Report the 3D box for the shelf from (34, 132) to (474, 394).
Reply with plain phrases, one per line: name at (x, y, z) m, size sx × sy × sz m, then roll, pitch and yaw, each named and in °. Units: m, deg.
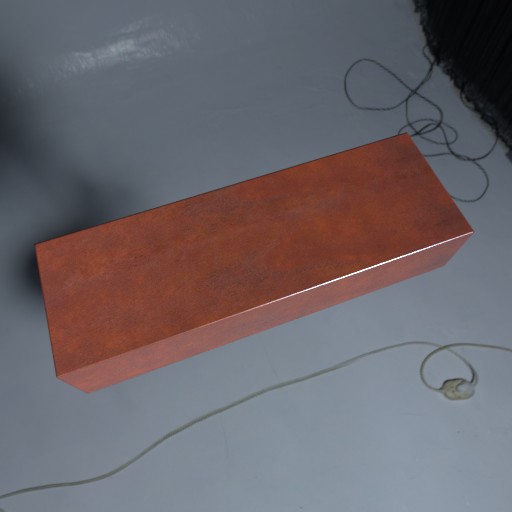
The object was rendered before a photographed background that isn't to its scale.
shelf at (0.000, 0.000, 0.524) m, size 0.457 × 0.088 × 0.152 m, roll -18°, pitch 65°, yaw -9°
